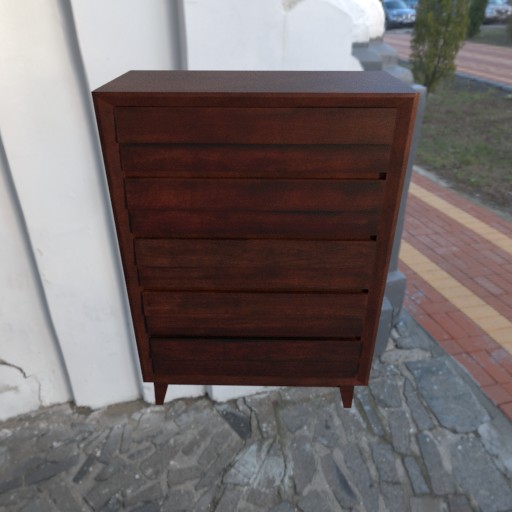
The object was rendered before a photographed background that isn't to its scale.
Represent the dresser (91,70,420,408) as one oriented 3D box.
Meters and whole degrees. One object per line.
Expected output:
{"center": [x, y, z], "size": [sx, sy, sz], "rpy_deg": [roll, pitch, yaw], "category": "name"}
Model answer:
{"center": [0.000, 0.000, 2.031], "size": [1.072, 1.514, 0.506], "rpy_deg": [1, 30, 1], "category": "dresser"}
